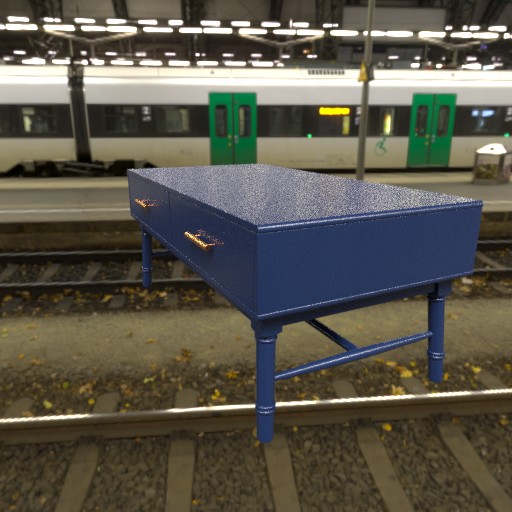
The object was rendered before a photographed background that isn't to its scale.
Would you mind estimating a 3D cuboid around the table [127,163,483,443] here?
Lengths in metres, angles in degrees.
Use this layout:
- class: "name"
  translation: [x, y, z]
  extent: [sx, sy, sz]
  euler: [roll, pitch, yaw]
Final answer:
- class: "table"
  translation: [0.000, 0.000, 1.360]
  extent: [0.572, 0.457, 1.067]
  euler: [-8, 18, -26]
